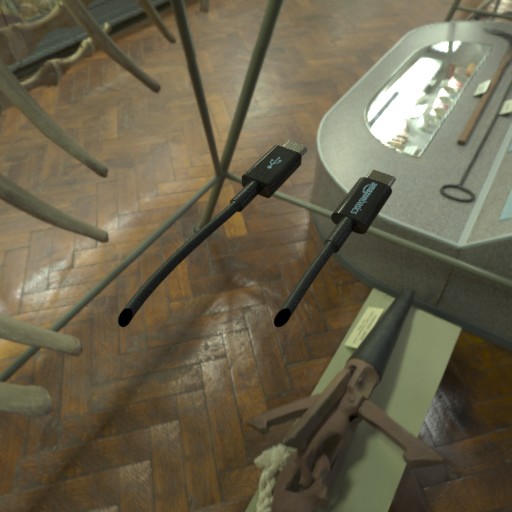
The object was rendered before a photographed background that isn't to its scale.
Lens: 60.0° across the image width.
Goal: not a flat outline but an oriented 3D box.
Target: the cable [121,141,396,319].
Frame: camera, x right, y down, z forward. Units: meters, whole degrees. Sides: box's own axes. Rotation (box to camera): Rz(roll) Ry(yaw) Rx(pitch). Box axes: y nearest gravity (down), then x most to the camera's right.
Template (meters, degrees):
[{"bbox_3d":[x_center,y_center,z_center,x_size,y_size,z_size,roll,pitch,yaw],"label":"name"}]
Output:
[{"bbox_3d":[0.000,0.000,0.113,0.040,0.006,0.098,25,52,21],"label":"cable"}]
